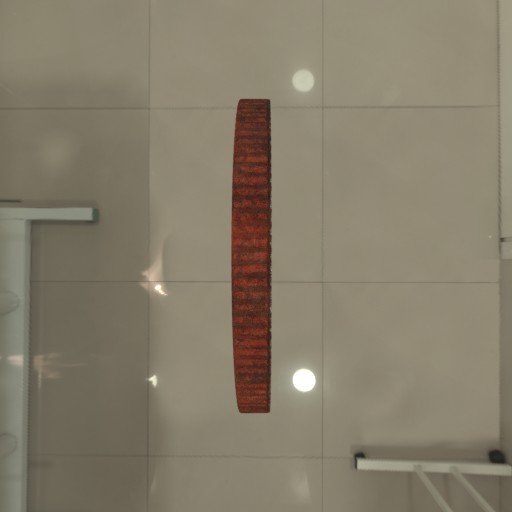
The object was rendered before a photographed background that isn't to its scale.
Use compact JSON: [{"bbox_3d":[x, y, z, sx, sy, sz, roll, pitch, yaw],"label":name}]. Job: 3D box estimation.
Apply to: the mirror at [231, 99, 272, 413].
[{"bbox_3d":[0.000,0.000,0.911,0.056,0.609,0.609,0,90,1],"label":"mirror"}]
